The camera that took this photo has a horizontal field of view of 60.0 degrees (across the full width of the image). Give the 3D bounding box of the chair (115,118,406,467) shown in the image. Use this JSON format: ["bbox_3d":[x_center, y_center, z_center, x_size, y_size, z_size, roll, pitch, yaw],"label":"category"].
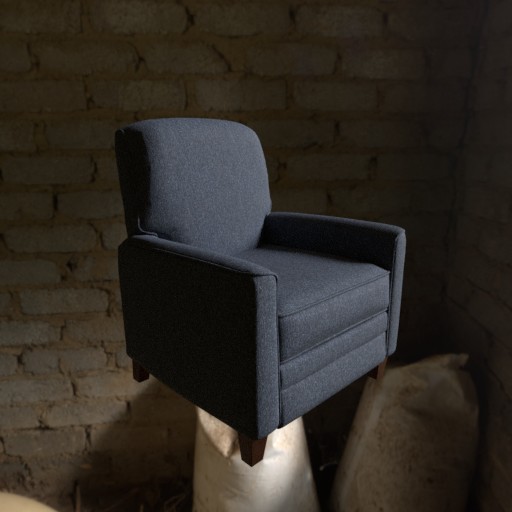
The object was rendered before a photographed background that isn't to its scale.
[{"bbox_3d":[0.000,0.000,1.679,0.839,1.016,0.850,-14,21,-42],"label":"chair"}]
